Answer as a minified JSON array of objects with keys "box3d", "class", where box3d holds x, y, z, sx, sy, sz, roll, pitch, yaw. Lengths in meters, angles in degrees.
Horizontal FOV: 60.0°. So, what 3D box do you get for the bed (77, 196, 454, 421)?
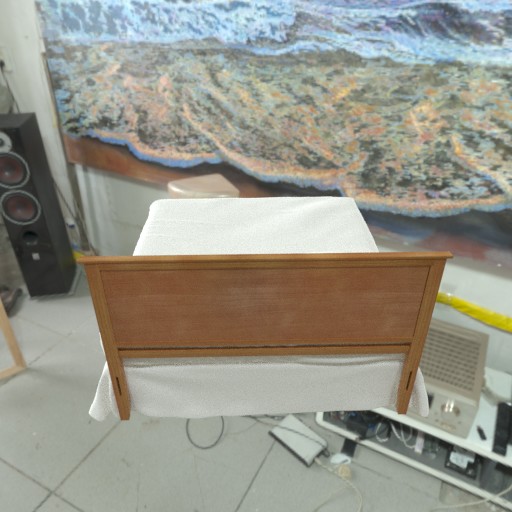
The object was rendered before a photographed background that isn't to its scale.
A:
[{"box3d":[0.000,0.000,3.593,2.317,1.270,2.215,-1,31,-1],"class":"bed"}]
